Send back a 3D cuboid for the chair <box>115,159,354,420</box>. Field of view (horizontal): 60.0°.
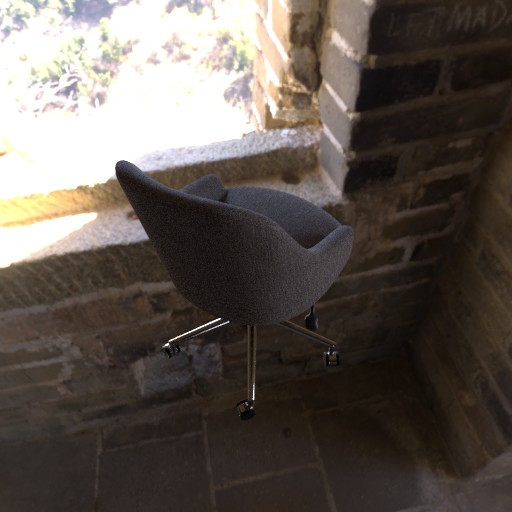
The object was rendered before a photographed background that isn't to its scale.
[{"bbox_3d":[0.000,0.000,1.440,0.671,0.950,0.712,24,50,22],"label":"chair"}]
